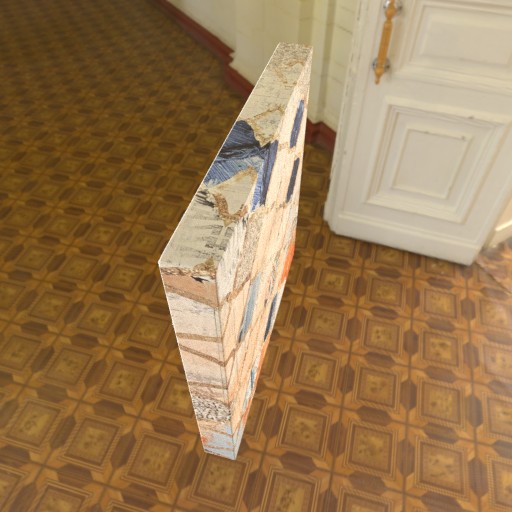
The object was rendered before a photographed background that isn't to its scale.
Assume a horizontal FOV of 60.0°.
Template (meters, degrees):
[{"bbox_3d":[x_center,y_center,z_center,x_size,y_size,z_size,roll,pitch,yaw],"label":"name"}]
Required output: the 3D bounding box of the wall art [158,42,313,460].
[{"bbox_3d":[0.000,0.000,0.451,0.036,0.304,0.303,11,49,10],"label":"wall art"}]
